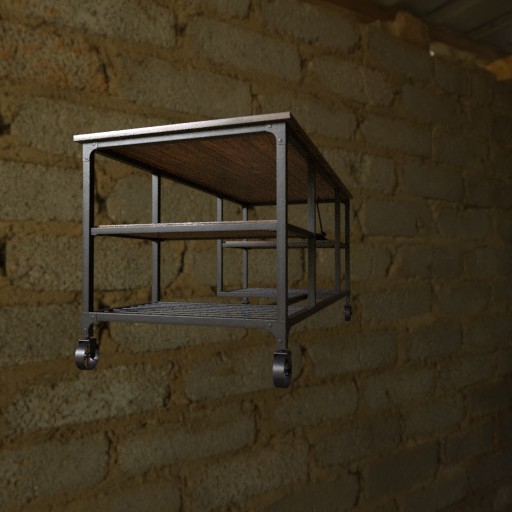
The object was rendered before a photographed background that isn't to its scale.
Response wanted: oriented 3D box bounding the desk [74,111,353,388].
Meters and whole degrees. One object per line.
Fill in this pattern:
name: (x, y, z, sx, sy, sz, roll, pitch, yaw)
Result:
desk: (0.000, 0.000, 2.036, 0.711, 0.751, 1.590, 0, -1, 18)
